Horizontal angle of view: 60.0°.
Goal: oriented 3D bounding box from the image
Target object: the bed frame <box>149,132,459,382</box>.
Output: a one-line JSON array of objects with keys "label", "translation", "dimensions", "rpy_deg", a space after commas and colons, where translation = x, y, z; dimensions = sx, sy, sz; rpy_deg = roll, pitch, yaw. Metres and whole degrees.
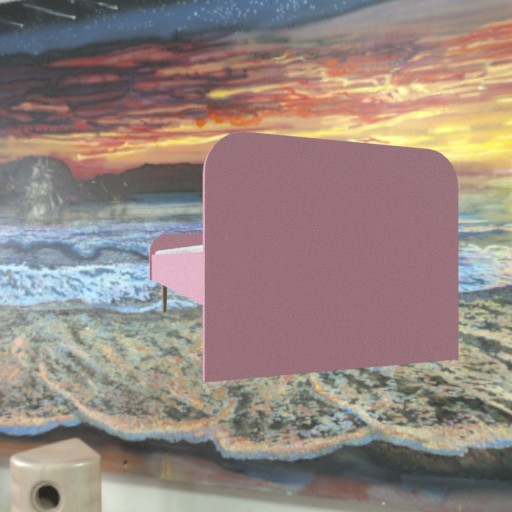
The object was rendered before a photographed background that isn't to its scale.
[{"label": "bed frame", "translation": [0.000, 0.000, 2.489], "dimensions": [0.998, 0.805, 1.963], "rpy_deg": [0, 0, -18]}]
